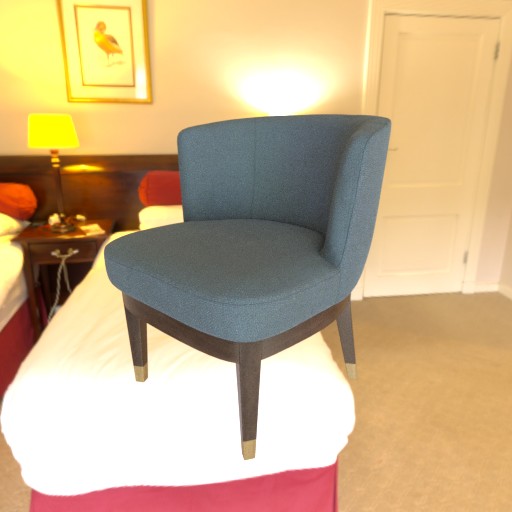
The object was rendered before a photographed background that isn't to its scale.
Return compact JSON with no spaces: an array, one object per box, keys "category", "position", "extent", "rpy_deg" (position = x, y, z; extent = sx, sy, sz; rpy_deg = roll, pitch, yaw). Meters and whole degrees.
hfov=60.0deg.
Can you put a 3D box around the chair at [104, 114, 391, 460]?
[{"category":"chair","position":[0.000,0.000,1.244],"extent":[0.661,0.760,0.702],"rpy_deg":[16,24,41]}]
